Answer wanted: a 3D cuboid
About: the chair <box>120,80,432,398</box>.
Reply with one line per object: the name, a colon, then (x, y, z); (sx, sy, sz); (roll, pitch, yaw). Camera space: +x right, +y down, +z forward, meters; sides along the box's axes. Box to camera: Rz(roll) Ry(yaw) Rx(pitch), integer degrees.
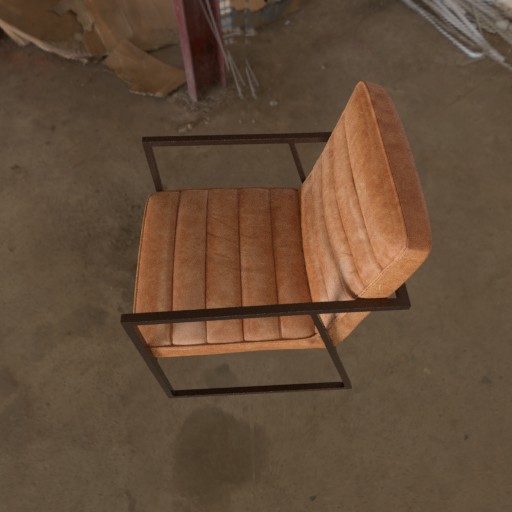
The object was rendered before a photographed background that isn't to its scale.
chair: (0.000, 0.000, 1.276); (0.677, 0.832, 0.571); (-2, 58, -1)
